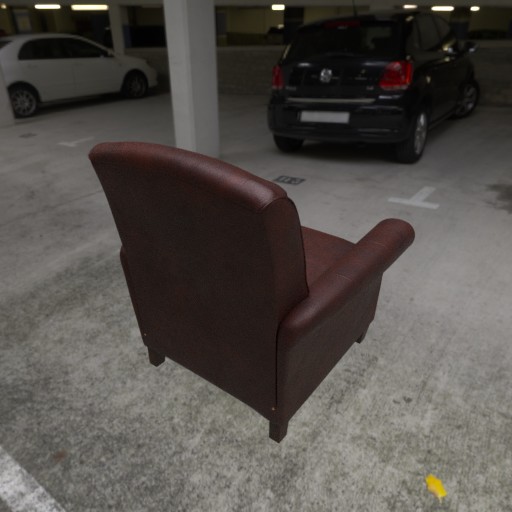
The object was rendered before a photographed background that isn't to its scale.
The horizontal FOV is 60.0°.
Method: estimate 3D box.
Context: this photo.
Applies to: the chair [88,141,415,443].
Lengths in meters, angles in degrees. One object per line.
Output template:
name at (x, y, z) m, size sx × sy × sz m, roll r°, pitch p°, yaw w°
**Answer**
chair at (0.000, 0.000, 1.797) m, size 0.978 × 1.061 × 0.902 m, roll 20°, pitch 35°, yaw 31°
